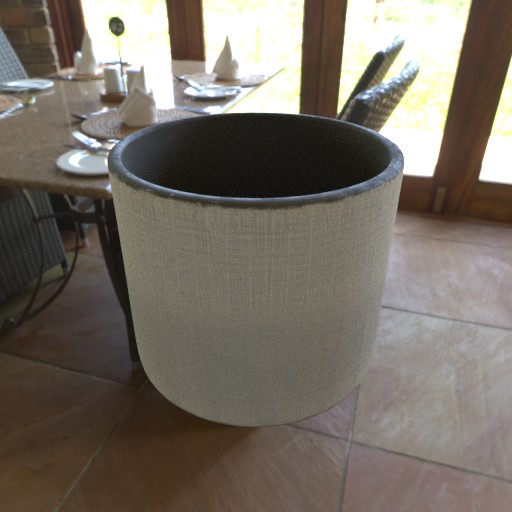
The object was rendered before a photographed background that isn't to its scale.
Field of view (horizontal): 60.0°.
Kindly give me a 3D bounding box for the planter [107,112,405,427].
[{"bbox_3d":[0.000,0.000,0.393,0.226,0.201,0.226,0,31,0],"label":"planter"}]
